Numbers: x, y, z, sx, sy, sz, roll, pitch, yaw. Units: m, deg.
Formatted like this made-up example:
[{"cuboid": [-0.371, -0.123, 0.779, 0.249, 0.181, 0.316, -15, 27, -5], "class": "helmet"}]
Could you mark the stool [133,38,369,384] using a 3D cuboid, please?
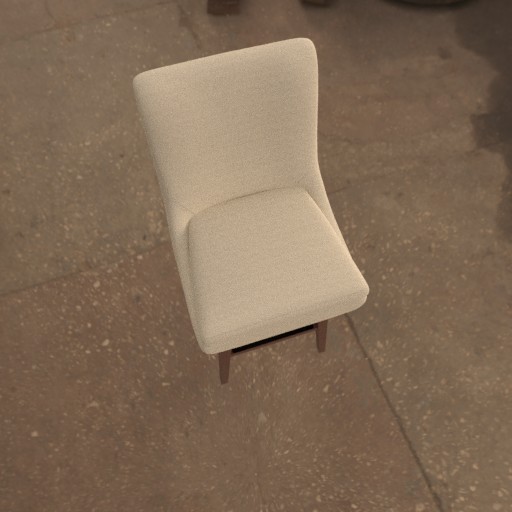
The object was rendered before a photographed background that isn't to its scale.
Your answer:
[{"cuboid": [0.000, 0.000, 1.396, 0.483, 1.093, 0.559, -16, 65, -8], "class": "stool"}]
